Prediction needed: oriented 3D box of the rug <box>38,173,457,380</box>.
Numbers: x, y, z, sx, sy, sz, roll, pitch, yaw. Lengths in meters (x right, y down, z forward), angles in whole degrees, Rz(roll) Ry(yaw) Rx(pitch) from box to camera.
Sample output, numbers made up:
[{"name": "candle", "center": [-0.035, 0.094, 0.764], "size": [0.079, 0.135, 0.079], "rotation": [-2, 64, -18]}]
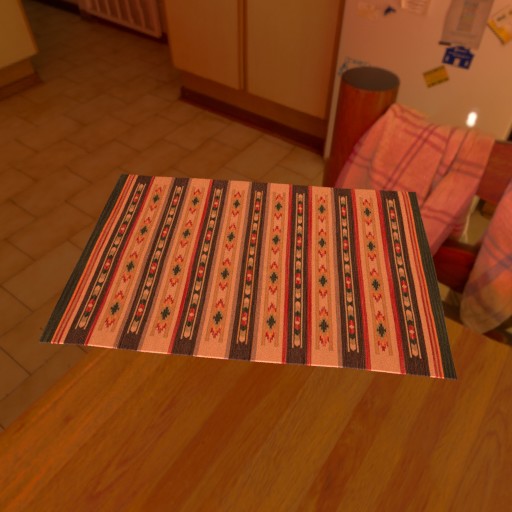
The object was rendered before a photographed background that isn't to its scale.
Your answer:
[{"name": "rug", "center": [0.000, 0.000, 2.313], "size": [1.825, 0.009, 1.221], "rotation": [4, 48, 4]}]
